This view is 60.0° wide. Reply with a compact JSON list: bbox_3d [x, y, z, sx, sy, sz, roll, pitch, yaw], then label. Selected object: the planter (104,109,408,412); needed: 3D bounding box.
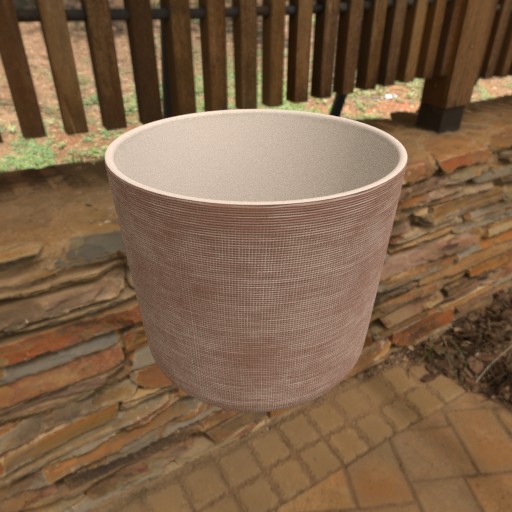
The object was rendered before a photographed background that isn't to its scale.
[{"bbox_3d":[0.000,0.000,0.772,0.440,0.398,0.440,0,31,0],"label":"planter"}]
